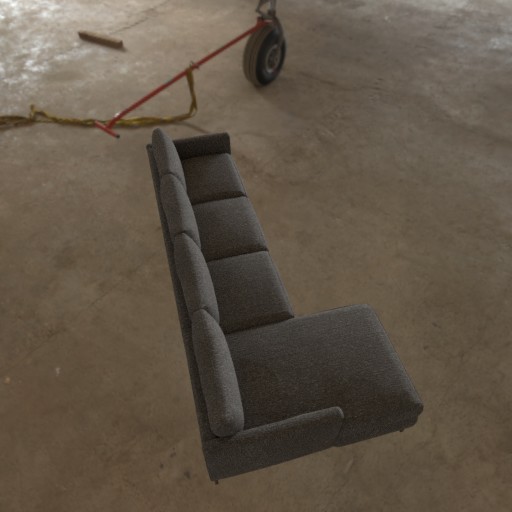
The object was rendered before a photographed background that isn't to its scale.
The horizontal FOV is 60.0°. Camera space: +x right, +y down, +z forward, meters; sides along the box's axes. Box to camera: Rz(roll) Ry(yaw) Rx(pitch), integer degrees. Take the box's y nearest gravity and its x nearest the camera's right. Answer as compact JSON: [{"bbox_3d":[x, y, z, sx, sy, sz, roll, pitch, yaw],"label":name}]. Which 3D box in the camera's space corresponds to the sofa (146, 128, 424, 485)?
[{"bbox_3d":[0.000,0.000,3.471,1.350,0.810,2.932,-12,50,-10],"label":"sofa"}]
